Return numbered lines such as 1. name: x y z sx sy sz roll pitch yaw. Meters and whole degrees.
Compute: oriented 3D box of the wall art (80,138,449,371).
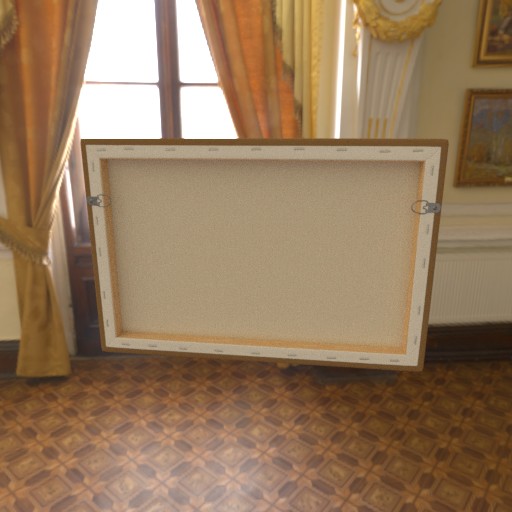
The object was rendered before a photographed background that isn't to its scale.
1. wall art: 0.000 0.000 0.494 0.380 0.254 0.019 2 16 7
